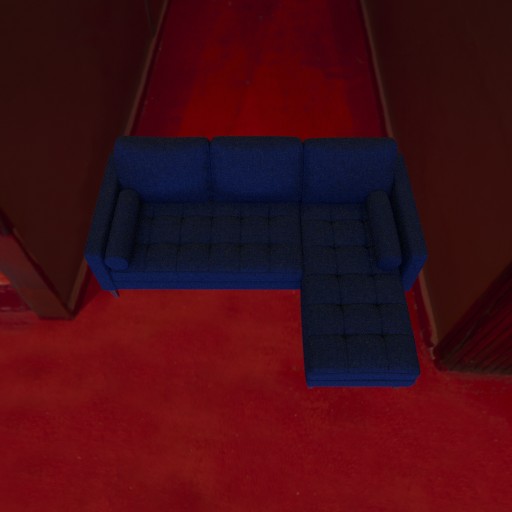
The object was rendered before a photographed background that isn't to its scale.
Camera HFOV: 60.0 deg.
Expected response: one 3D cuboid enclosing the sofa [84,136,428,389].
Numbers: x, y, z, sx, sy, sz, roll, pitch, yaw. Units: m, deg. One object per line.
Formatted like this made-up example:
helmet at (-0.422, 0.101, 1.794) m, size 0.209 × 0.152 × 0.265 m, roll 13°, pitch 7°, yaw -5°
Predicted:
sofa at (0.000, 0.000, 2.961) m, size 2.185 × 0.841 × 1.613 m, roll 0°, pitch 57°, yaw 0°
